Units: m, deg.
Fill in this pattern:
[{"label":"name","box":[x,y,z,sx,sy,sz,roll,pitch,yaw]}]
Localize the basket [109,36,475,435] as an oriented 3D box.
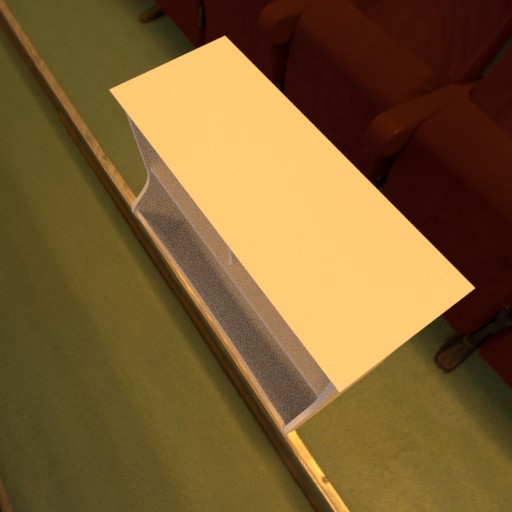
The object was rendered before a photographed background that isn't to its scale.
[{"label":"basket","box":[0.000,0.000,1.148,0.376,0.625,0.792,-32,68,-15]}]
